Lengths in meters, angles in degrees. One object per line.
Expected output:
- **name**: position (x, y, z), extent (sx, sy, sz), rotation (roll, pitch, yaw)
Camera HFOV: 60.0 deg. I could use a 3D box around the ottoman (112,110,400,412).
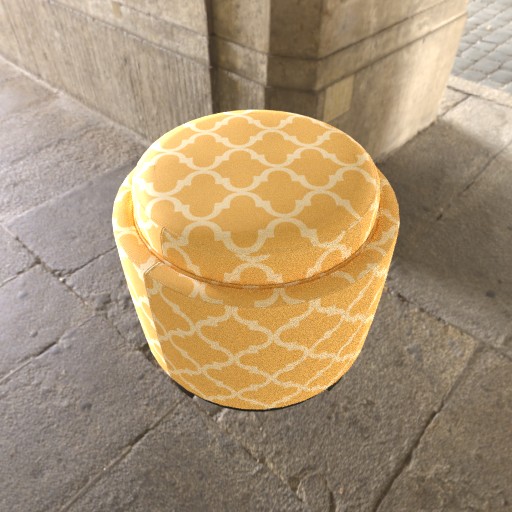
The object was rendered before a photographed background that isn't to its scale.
- **ottoman**: position (0.000, 0.000, 0.846), extent (0.480, 0.429, 0.480), rotation (0, 46, 0)
